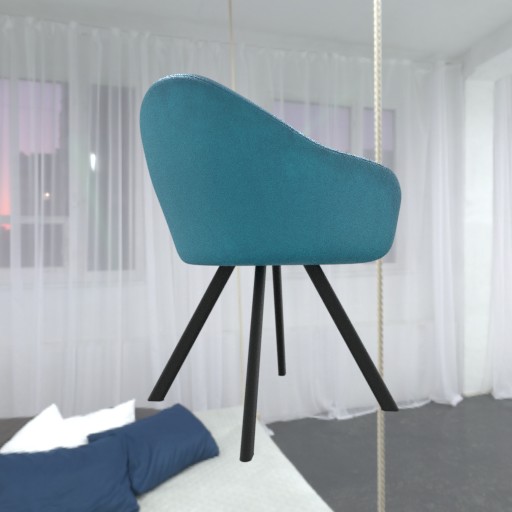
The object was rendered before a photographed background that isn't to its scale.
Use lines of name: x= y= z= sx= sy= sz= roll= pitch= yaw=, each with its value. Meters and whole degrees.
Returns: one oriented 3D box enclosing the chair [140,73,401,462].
chair: x=0.000 y=0.000 z=1.137 sx=0.570 sy=0.780 sz=0.540 roll=0 pitch=0 yaw=-37
